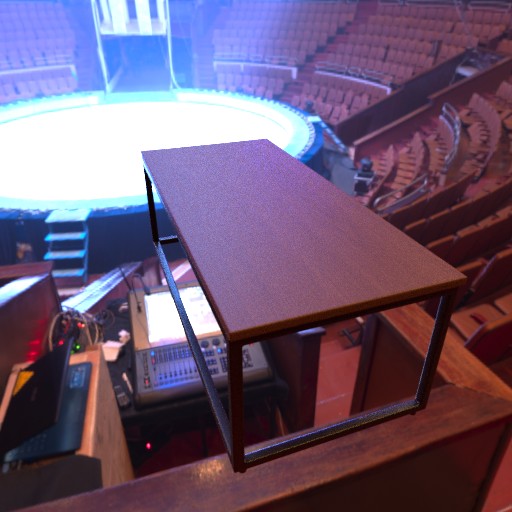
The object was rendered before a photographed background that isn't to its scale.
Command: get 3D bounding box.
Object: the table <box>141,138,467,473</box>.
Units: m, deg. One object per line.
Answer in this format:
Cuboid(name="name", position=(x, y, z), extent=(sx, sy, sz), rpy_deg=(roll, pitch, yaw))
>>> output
Cuboid(name="table", position=(0.000, 0.000, 1.361), extent=(0.500, 0.400, 1.100), rpy_deg=(-11, 32, -17))
